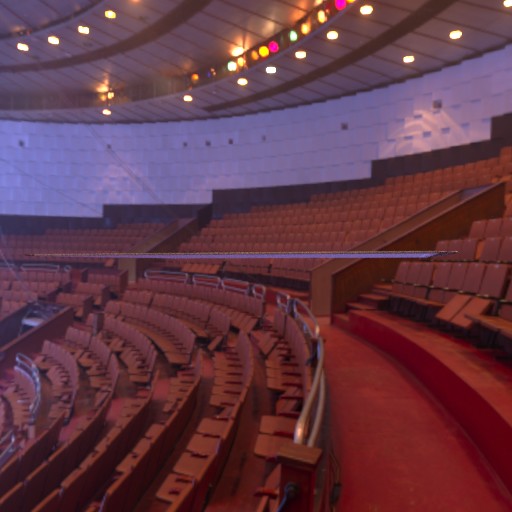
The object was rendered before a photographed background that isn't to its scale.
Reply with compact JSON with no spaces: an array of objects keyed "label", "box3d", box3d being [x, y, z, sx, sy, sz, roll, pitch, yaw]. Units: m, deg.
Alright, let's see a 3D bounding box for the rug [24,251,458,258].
[{"label":"rug","box3d":[0.000,0.000,2.292,1.802,0.008,1.247,0,-1,19]}]
